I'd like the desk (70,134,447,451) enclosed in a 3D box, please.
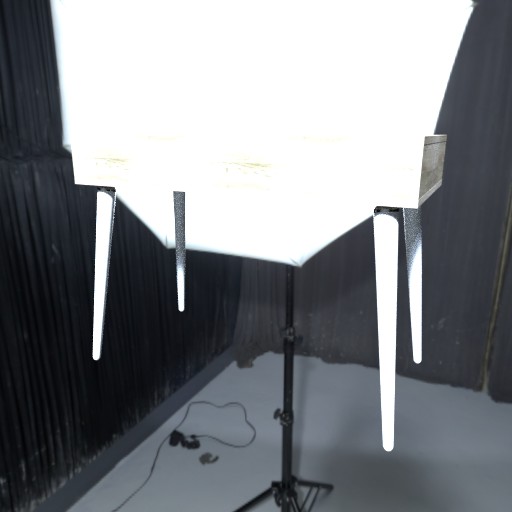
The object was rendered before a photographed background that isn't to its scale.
[{"bbox_3d":[0.000,0.000,1.373,0.979,0.723,0.491,8,17,26],"label":"desk"}]
